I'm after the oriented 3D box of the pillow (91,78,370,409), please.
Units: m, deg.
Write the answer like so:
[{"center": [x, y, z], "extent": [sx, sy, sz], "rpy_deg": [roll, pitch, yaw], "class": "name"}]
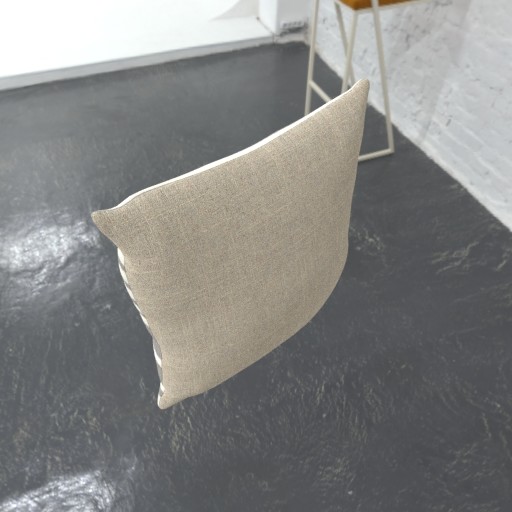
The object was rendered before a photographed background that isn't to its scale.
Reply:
[{"center": [0.000, 0.000, 0.688], "extent": [0.439, 0.440, 0.182], "rpy_deg": [-33, 55, -27], "class": "pillow"}]
